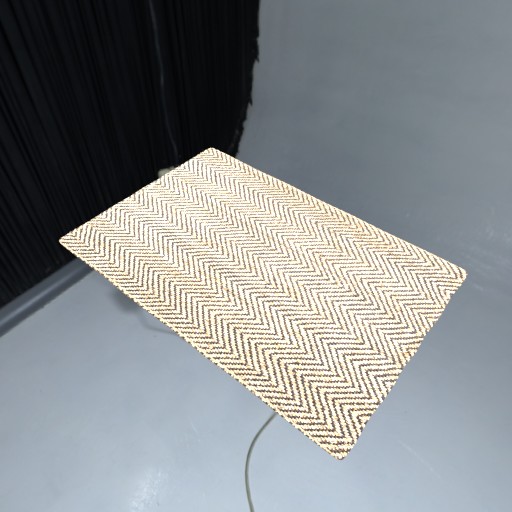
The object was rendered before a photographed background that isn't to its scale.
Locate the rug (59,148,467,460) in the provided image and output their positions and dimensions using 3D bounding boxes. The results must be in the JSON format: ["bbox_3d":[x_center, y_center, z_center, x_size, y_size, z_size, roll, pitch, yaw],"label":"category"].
[{"bbox_3d":[0.000,0.000,2.350,1.828,0.008,1.219,31,53,26],"label":"rug"}]
